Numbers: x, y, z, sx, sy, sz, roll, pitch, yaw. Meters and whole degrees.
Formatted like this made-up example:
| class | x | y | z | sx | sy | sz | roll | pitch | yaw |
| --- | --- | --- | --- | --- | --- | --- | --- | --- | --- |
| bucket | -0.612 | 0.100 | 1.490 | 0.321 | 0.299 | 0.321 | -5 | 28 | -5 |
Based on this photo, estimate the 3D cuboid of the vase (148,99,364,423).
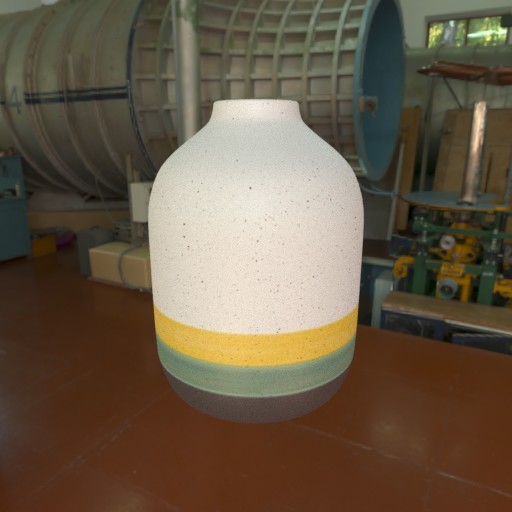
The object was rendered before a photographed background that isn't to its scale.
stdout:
| class | x | y | z | sx | sy | sz | roll | pitch | yaw |
| --- | --- | --- | --- | --- | --- | --- | --- | --- | --- |
| vase | 0.000 | 0.000 | 0.365 | 0.169 | 0.240 | 0.169 | 0 | 16 | 0 |
